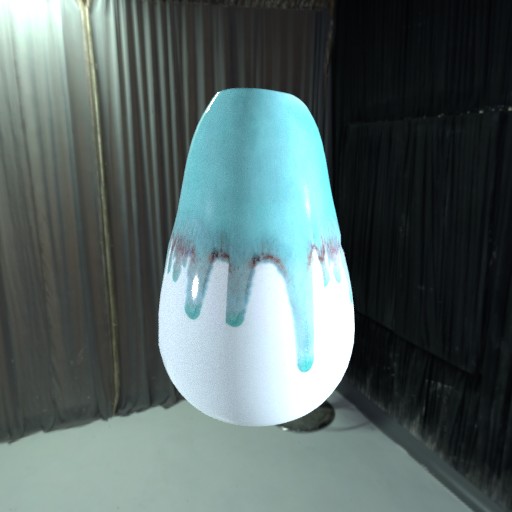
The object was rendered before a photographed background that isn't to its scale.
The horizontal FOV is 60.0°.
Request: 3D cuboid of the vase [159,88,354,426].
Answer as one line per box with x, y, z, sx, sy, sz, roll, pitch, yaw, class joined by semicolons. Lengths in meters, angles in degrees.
0.000;0.000;0.258;0.116;0.179;0.116;0;14;0;vase
